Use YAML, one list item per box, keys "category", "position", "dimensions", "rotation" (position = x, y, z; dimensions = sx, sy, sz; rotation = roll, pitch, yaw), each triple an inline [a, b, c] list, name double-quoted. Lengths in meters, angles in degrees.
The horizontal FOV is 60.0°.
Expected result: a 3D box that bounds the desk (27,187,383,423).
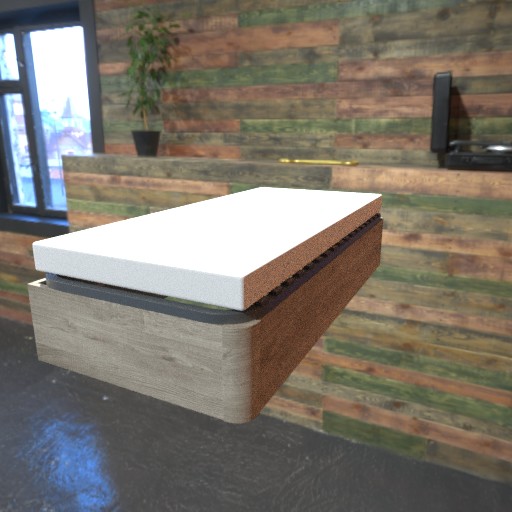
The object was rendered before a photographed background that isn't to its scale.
- category: "desk"
  position: [0.000, 0.000, 2.234]
  dimensions: [0.900, 0.455, 1.900]
  rotation: [8, 17, 26]
